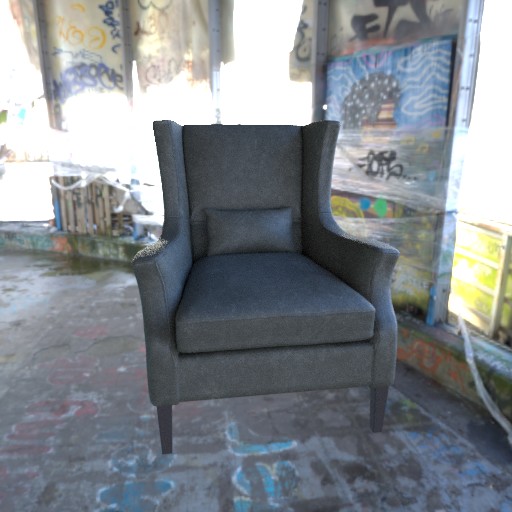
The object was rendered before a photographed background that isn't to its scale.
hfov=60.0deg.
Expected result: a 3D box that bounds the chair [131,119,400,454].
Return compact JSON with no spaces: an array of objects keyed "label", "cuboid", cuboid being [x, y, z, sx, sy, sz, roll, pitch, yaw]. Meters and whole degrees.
[{"label":"chair","cuboid":[0.000,0.000,1.704,0.853,1.016,0.926,-2,15,-8]}]
